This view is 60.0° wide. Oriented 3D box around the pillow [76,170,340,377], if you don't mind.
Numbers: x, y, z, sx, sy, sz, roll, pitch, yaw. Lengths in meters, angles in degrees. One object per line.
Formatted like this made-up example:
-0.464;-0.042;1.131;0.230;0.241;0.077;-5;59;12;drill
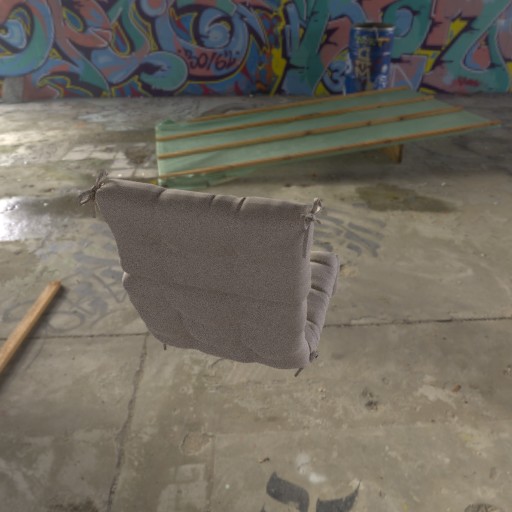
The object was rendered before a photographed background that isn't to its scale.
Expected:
0.000;0.000;1.490;0.526;0.863;1.016;9;33;14;pillow
